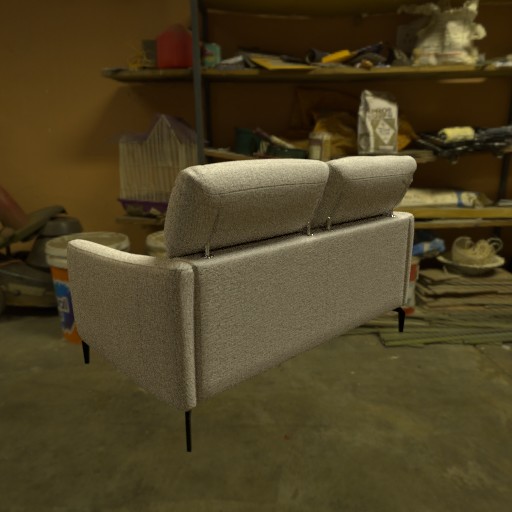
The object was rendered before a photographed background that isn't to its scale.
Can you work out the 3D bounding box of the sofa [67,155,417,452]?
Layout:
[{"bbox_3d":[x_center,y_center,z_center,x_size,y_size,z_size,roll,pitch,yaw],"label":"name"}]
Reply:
[{"bbox_3d":[0.000,0.000,2.130,1.540,0.950,0.905,-13,20,-41],"label":"sofa"}]
